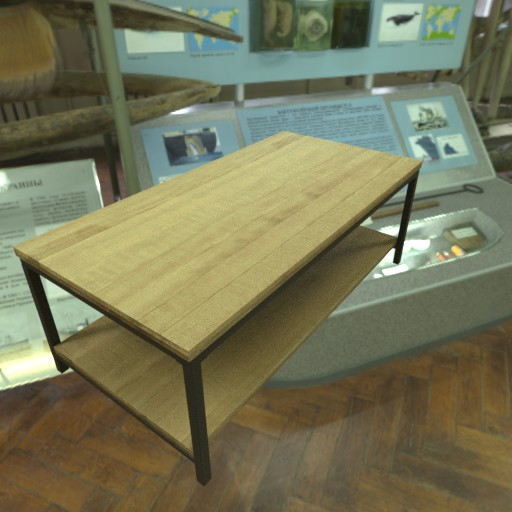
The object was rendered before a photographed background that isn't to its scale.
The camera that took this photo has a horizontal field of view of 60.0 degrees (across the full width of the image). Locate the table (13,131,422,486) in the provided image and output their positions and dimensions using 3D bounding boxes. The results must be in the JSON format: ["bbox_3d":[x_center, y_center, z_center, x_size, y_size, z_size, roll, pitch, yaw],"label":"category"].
[{"bbox_3d":[0.000,0.000,1.340,0.551,0.399,1.100,22,38,31],"label":"table"}]
